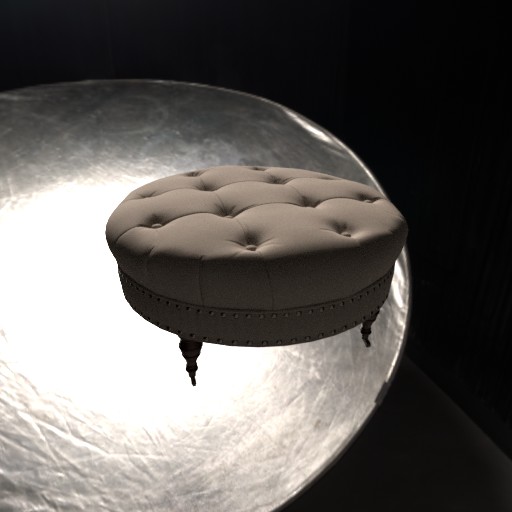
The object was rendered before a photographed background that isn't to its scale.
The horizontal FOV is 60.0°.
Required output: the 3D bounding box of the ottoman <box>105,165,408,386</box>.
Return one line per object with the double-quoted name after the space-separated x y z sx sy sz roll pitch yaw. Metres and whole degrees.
0.000 0.000 1.423 0.901 0.439 0.901 0 25 0 "ottoman"
